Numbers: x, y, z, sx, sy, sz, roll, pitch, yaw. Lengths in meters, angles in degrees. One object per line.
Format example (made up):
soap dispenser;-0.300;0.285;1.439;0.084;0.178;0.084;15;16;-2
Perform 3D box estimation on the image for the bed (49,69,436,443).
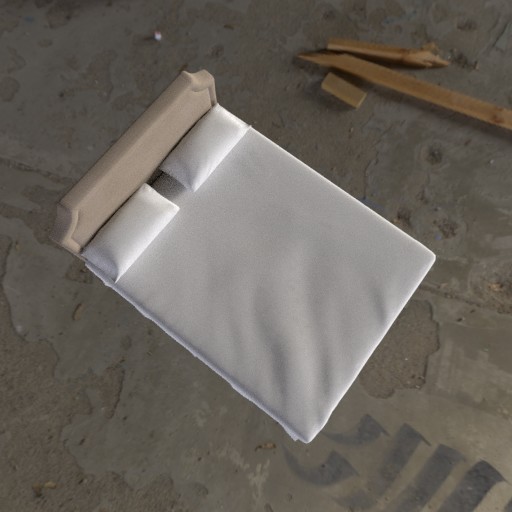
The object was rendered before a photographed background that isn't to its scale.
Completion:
bed;0.000;0.000;3.660;2.498;1.293;1.977;37;78;9
